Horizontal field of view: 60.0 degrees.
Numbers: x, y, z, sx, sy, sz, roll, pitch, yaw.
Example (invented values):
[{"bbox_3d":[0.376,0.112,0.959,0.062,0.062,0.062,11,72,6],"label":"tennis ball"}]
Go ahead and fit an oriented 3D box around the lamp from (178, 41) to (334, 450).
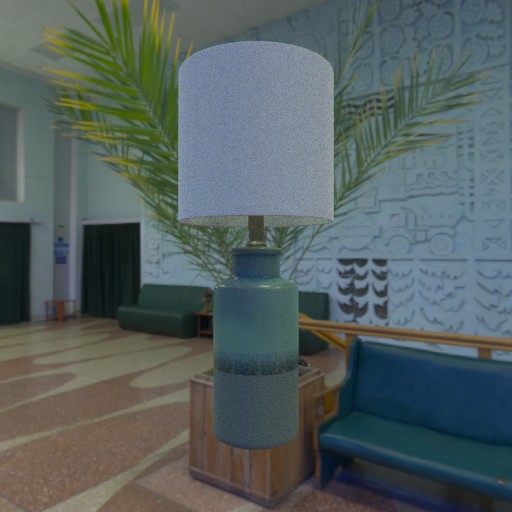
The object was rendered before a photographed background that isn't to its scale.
[{"bbox_3d":[0.000,0.000,0.614,0.212,0.493,0.212,0,0,37],"label":"lamp"}]
